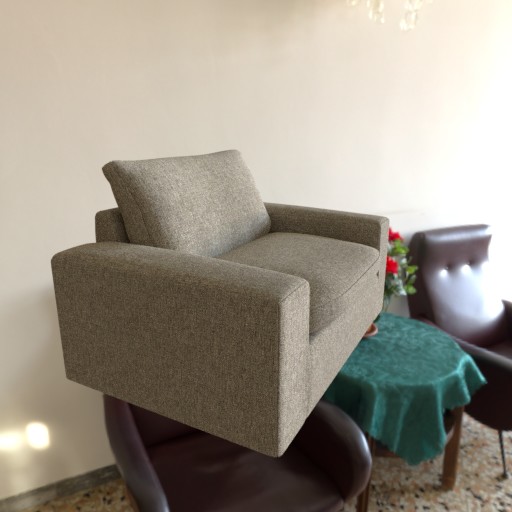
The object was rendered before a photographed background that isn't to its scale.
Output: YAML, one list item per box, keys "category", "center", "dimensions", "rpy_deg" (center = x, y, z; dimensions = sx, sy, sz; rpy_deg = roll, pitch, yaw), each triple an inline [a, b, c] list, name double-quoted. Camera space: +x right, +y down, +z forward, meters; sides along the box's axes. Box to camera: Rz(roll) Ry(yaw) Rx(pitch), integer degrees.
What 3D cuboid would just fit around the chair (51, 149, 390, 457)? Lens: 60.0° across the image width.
- category: "chair"
  center: [0.000, 0.000, 2.067]
  dimensions: [1.039, 0.915, 1.398]
  rpy_deg: [9, 18, 27]
